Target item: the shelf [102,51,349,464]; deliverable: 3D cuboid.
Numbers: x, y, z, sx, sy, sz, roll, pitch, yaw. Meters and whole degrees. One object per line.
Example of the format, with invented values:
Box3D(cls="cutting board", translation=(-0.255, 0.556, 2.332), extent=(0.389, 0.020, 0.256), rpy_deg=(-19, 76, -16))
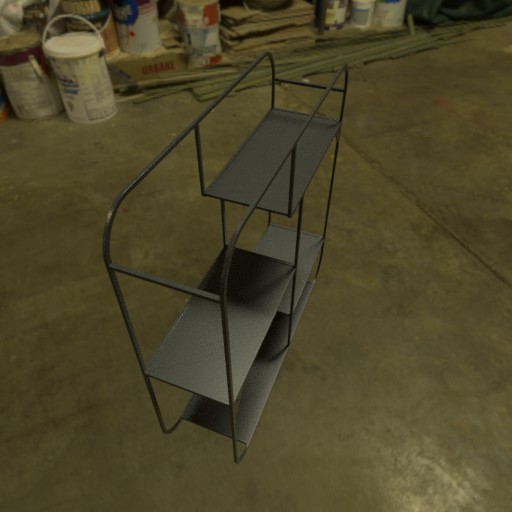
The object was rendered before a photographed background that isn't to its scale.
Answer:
Box3D(cls="shelf", translation=(0.000, 0.000, 0.882), extent=(0.160, 0.600, 0.600), rpy_deg=(16, 47, 15))
